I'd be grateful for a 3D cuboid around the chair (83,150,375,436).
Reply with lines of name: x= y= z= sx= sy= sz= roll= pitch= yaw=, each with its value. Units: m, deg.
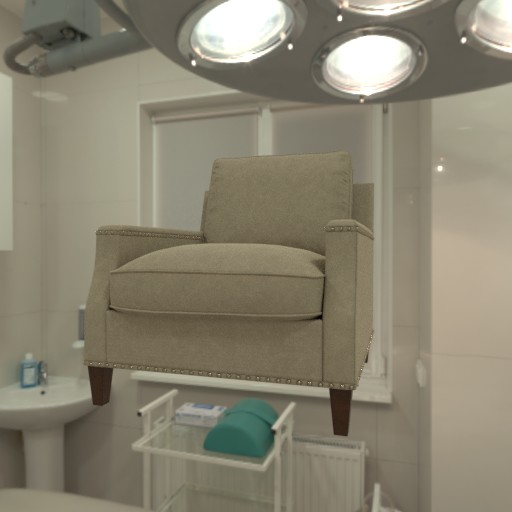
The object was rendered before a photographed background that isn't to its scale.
chair: x=0.000 y=0.000 z=1.722 sx=0.853 sy=0.943 sz=1.014 roll=0 pitch=1 yaw=18
